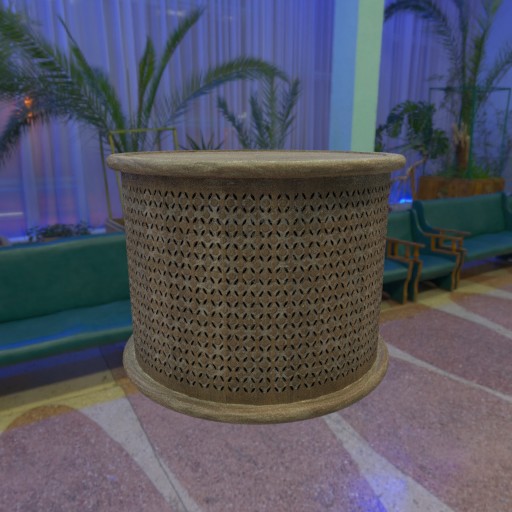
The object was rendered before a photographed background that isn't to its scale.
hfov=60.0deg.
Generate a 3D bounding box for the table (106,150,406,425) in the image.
[{"bbox_3d":[0.000,0.000,0.998,0.607,0.450,0.607,0,15,0],"label":"table"}]
